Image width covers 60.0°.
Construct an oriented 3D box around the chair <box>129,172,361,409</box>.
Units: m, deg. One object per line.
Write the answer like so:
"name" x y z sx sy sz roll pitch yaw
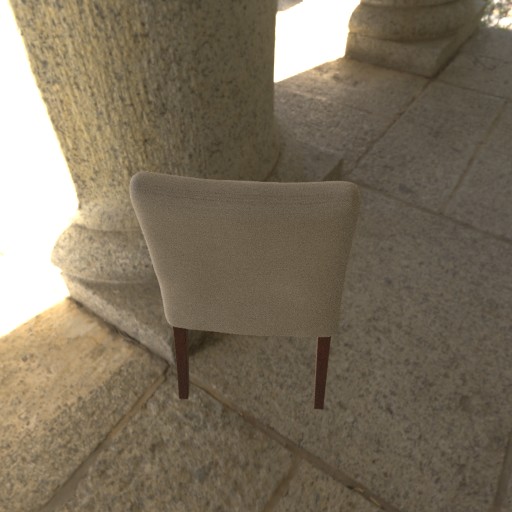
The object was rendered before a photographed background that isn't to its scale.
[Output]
"chair" 0.000 0.000 1.298 0.515 0.940 0.638 3 46 3
